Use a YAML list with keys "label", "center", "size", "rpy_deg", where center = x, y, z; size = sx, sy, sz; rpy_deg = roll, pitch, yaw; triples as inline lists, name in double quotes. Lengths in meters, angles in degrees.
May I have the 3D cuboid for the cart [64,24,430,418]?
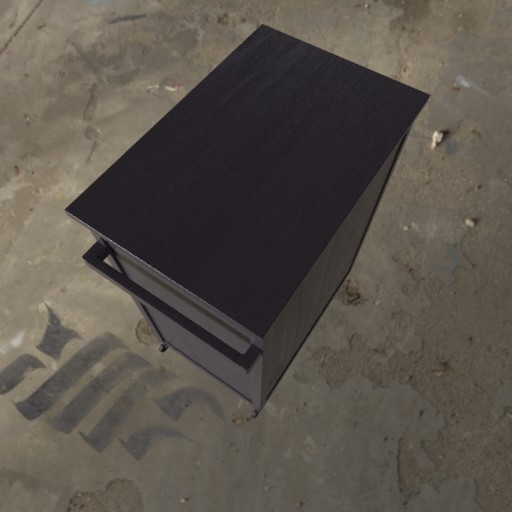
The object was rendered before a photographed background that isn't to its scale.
- label: "cart"
  center: [0.000, 0.000, 1.268]
  size: [0.449, 0.878, 0.690]
  rpy_deg: [31, 66, 16]
